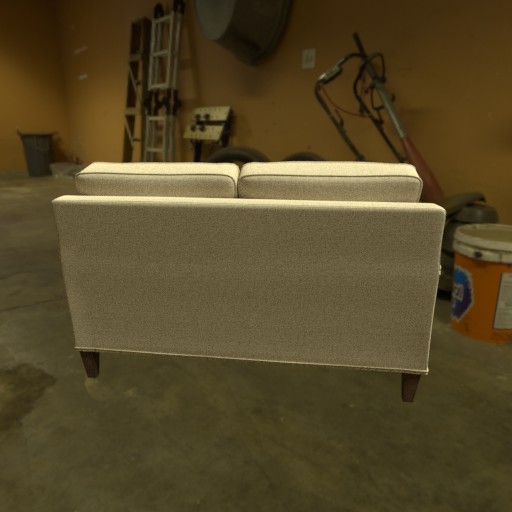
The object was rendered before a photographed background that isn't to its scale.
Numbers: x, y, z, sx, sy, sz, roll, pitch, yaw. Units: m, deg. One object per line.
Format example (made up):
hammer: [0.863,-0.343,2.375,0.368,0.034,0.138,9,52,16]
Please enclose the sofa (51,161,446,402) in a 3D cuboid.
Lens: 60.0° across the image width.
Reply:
sofa: [0.000,0.000,2.258,1.597,1.003,1.084,2,17,7]
